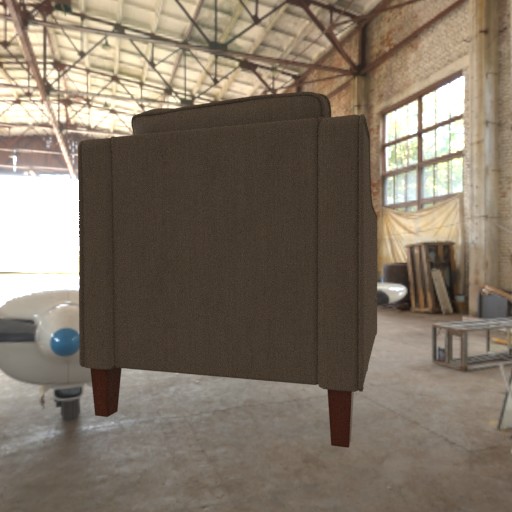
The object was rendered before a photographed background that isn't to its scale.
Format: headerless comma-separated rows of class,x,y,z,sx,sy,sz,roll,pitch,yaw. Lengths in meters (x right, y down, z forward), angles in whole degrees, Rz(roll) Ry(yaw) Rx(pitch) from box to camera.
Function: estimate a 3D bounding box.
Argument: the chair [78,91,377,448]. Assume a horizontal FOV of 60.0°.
chair,0.000,0.000,1.620,0.831,0.960,0.909,0,0,17
